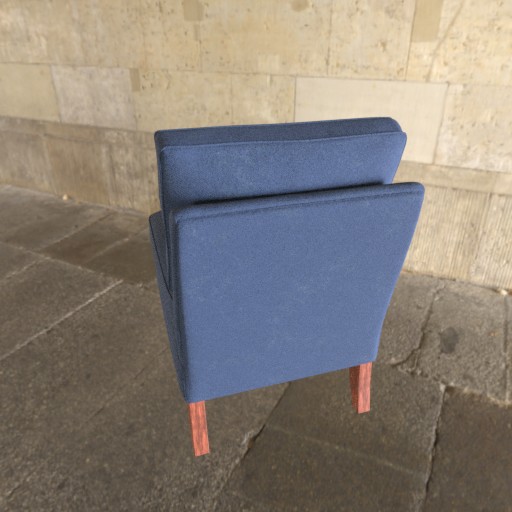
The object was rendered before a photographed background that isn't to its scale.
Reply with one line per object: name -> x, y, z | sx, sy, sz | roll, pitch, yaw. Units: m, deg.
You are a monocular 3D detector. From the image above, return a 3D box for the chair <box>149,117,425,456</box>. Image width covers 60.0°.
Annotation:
chair -> 0.000, 0.000, 1.651 | 0.724, 1.052, 0.912 | -8, 28, -16
